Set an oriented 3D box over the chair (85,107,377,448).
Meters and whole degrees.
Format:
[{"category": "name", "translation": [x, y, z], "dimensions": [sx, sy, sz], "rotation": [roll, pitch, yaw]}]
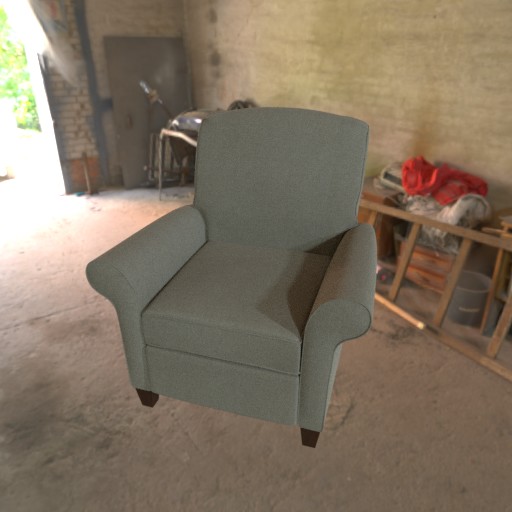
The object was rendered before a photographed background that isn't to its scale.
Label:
[{"category": "chair", "translation": [0.000, 0.000, 1.812], "dimensions": [0.978, 1.061, 0.905], "rotation": [8, 27, 16]}]
